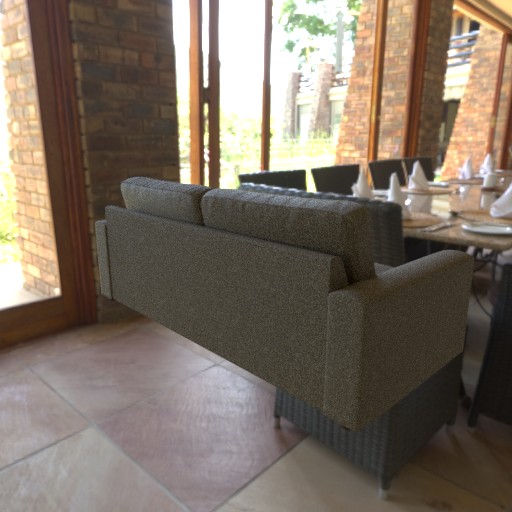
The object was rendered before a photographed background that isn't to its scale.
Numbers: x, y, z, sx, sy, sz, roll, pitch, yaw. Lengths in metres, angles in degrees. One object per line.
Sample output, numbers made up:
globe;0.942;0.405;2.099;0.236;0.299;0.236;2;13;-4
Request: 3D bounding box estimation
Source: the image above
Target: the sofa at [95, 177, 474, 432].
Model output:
sofa;0.000;0.000;2.670;1.016;0.873;2.179;-14;20;-42
